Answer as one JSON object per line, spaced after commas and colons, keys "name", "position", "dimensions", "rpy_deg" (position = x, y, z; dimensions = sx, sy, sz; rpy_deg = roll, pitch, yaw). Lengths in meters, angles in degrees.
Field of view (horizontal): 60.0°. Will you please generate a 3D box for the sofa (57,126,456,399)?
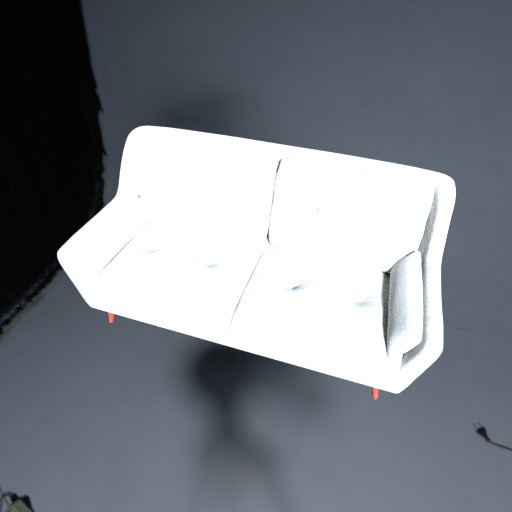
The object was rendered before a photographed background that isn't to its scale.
{"name": "sofa", "position": [0.000, 0.000, 2.430], "dimensions": [1.930, 0.897, 0.976], "rpy_deg": [13, 43, 14]}
